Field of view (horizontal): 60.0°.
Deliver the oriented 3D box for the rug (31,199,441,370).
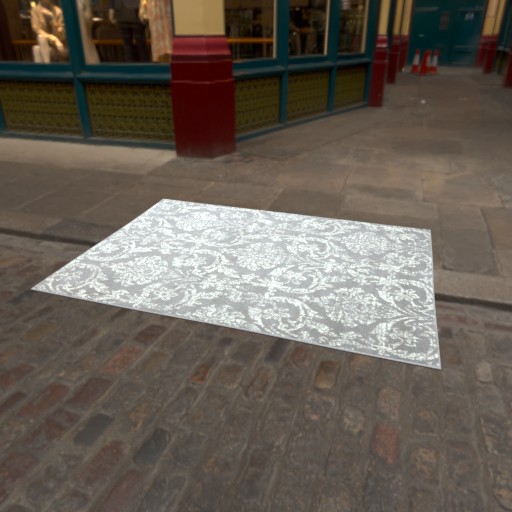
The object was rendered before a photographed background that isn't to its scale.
[{"bbox_3d":[0.000,0.000,2.906,2.206,0.014,1.578,8,28,16],"label":"rug"}]
